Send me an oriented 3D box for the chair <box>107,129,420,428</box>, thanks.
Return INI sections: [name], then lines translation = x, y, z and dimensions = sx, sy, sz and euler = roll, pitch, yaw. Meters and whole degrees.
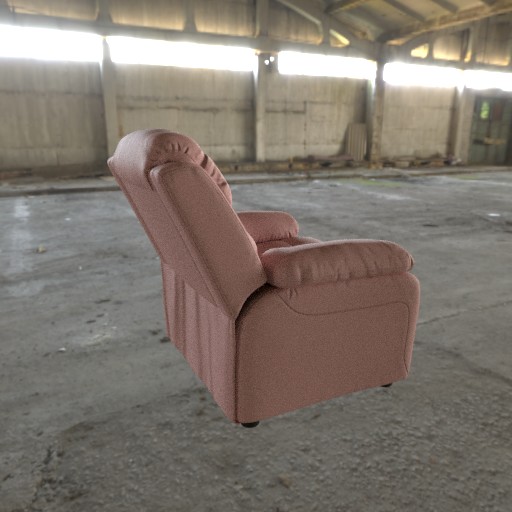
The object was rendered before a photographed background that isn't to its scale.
[chair]
translation = 0.000, 0.000, 1.283
dimensions = 0.709, 0.702, 0.680
euler = -7, 17, -26
